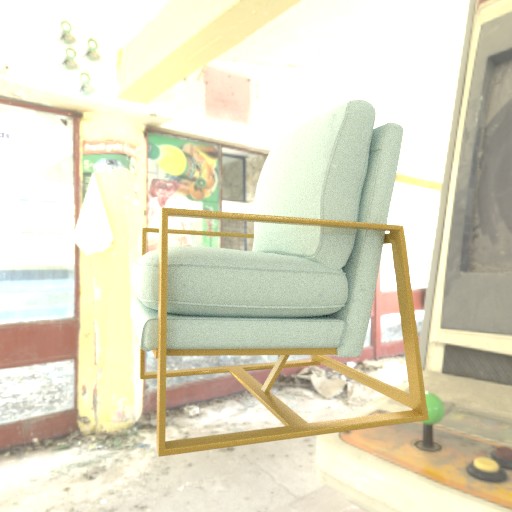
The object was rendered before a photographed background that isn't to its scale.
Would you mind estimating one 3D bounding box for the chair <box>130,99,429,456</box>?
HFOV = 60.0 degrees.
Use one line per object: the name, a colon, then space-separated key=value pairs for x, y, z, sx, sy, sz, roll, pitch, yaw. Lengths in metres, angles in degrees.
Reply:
chair: x=0.000 y=0.000 z=1.523 sx=0.813 sy=0.956 sz=0.758 roll=0 pitch=0 yaw=-18
